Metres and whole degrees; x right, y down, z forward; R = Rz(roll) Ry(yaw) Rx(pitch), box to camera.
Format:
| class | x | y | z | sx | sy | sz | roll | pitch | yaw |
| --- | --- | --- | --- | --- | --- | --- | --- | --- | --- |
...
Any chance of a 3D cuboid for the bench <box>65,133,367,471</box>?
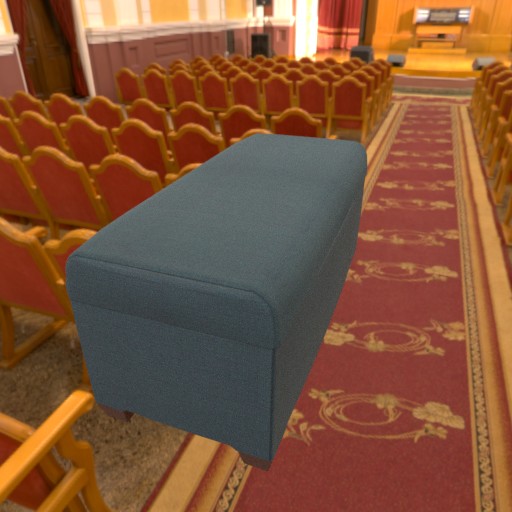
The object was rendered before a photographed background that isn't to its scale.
| class | x | y | z | sx | sy | sz | roll | pitch | yaw |
| --- | --- | --- | --- | --- | --- | --- | --- | --- | --- |
| bench | 0.000 | 0.000 | 1.268 | 0.476 | 0.474 | 0.995 | 11 | 31 | 18 |
